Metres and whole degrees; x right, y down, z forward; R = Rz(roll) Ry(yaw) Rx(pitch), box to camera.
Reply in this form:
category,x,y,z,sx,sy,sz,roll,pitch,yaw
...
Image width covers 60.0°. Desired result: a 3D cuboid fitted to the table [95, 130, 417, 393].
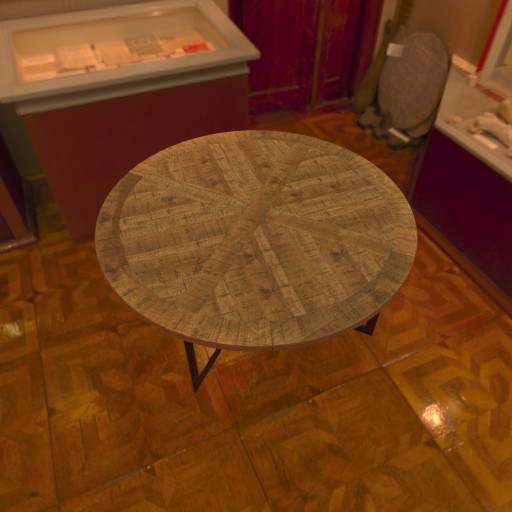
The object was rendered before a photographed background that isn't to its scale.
category,x,y,z,sx,sy,sz,roll,pitch,yaw
table,0.000,0.000,1.973,1.264,0.516,1.264,0,46,0
